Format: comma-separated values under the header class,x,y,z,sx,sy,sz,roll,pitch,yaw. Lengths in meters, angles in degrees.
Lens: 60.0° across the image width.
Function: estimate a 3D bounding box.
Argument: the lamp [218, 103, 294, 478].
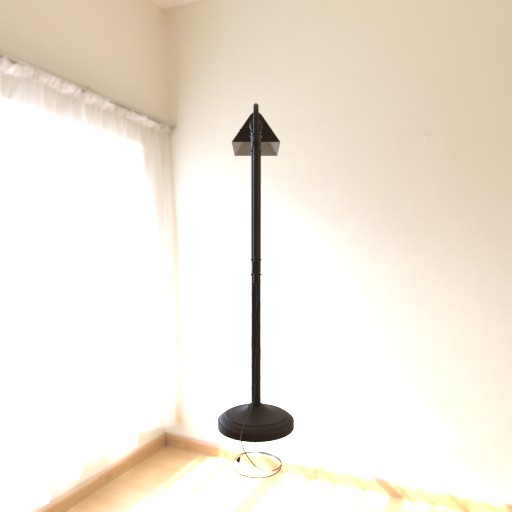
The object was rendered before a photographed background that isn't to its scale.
class,x,y,z,sx,sy,sz,roll,pitch,yaw
lamp,0.000,0.000,0.978,0.159,0.708,0.545,0,1,0
